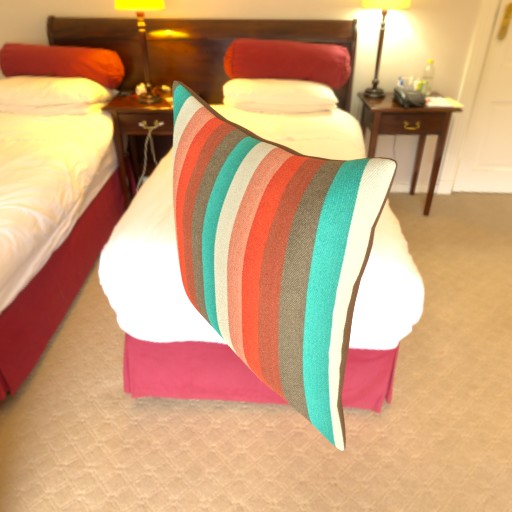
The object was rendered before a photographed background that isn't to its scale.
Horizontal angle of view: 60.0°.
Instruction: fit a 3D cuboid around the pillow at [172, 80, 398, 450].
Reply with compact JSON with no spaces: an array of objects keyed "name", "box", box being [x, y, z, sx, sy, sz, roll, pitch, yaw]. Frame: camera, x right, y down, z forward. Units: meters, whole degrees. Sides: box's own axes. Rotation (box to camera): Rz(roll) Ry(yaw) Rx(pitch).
[{"name":"pillow","box":[0.000,0.000,0.680,0.168,0.443,0.453,-21,38,-29]}]
